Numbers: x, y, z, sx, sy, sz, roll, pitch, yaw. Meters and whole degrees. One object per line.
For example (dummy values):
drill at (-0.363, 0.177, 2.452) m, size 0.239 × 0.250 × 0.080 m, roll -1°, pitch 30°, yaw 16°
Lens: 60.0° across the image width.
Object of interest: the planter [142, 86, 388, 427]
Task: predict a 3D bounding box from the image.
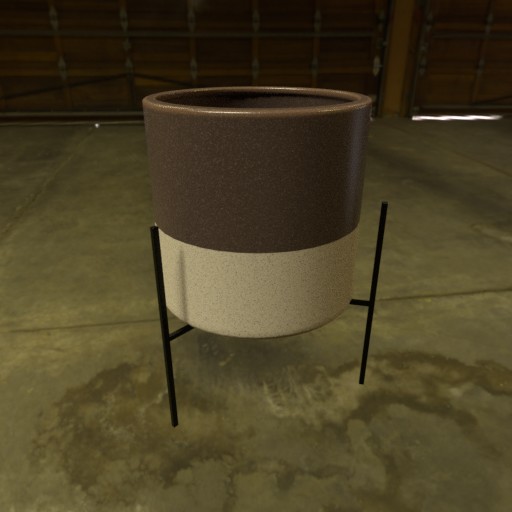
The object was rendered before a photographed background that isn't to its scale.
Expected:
planter at (0.000, 0.000, 0.520) m, size 0.250 × 0.353 × 0.260 m, roll 17°, pitch 31°, yaw 32°
